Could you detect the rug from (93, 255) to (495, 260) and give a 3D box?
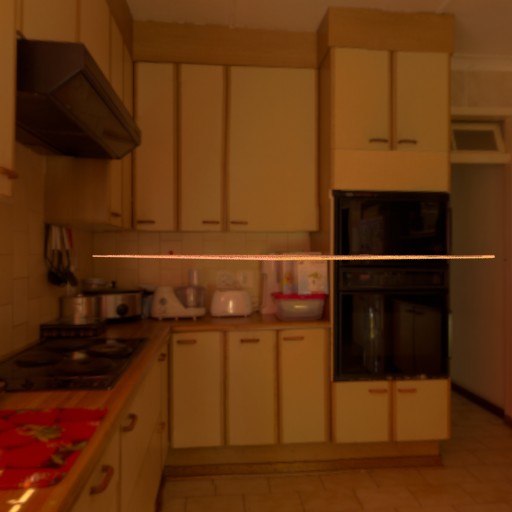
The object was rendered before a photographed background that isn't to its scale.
[{"bbox_3d":[0.000,0.000,3.010,1.521,0.015,2.436,0,0,-35],"label":"rug"}]
